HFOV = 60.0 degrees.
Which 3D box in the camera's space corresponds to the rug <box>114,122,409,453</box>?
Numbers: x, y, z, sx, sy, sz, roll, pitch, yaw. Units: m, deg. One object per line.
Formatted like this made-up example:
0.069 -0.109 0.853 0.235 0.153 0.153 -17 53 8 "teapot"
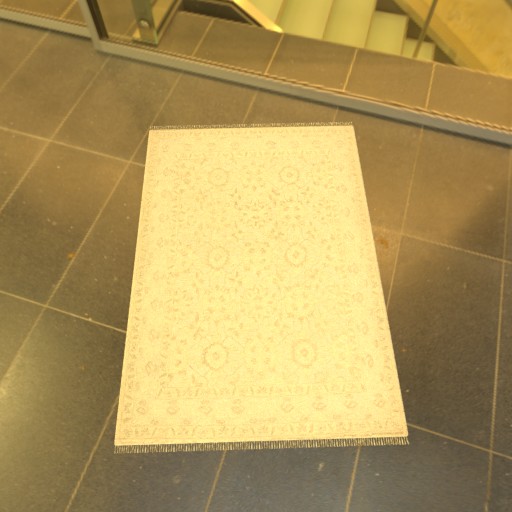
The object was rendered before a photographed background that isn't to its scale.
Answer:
0.000 0.000 2.787 1.514 0.011 2.233 -1 62 -1 "rug"
